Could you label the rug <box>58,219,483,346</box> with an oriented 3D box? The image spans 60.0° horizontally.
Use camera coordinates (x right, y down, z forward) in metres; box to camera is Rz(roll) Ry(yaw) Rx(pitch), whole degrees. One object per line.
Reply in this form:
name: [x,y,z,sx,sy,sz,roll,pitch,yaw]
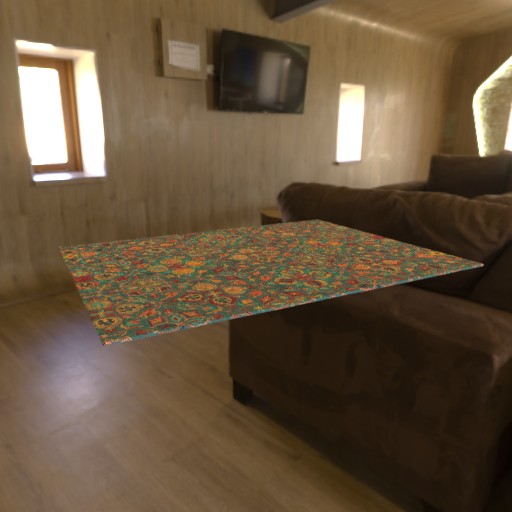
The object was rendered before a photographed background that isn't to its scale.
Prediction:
rug: [0.000,0.000,4.156,3.204,0.025,2.434,-8,17,-27]
